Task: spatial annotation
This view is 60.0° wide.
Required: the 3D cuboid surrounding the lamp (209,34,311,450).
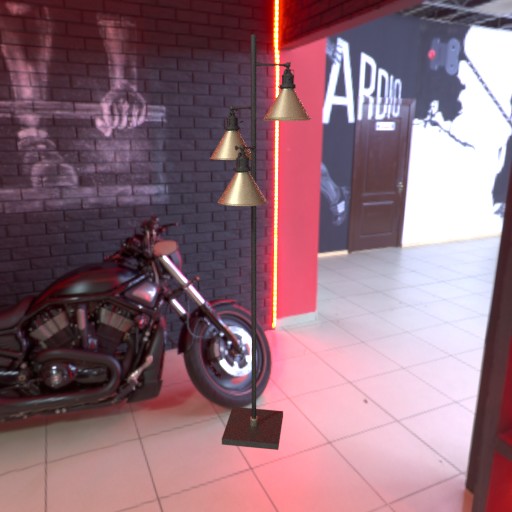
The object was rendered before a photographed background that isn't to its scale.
[{"bbox_3d":[0.000,0.000,1.867,0.428,1.716,0.415,2,15,8],"label":"lamp"}]
